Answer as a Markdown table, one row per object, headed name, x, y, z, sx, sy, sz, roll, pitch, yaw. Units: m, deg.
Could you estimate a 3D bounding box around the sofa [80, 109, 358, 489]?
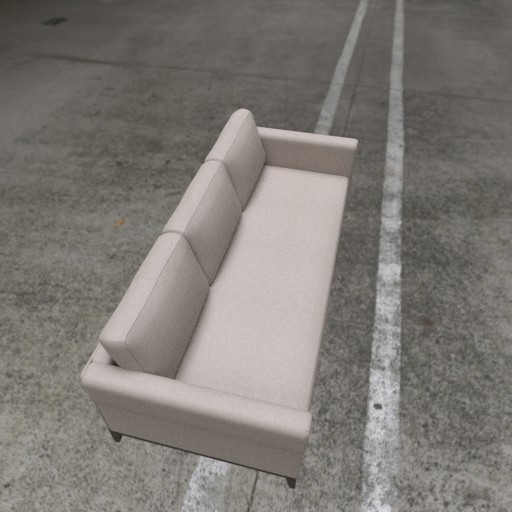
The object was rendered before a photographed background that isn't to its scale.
| name | x | y | z | sx | sy | sz | roll | pitch | yaw |
| --- | --- | --- | --- | --- | --- | --- | --- | --- | --- |
| sofa | 0.000 | 0.000 | 2.644 | 0.959 | 0.838 | 2.210 | 10 | 46 | 10 |
